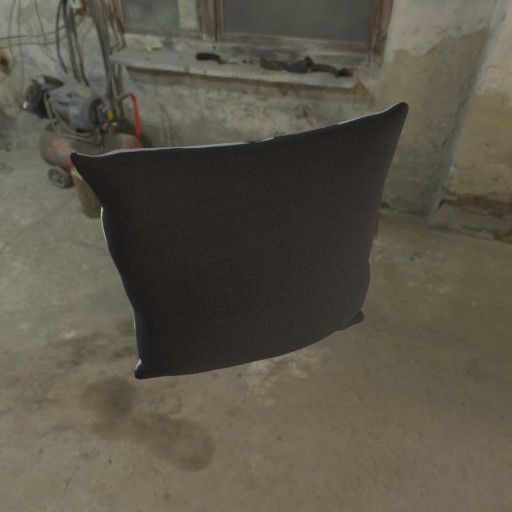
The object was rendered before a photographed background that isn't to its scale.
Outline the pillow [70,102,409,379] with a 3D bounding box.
[{"bbox_3d":[0.000,0.000,0.776,0.503,0.496,0.208,-12,42,-14],"label":"pillow"}]
